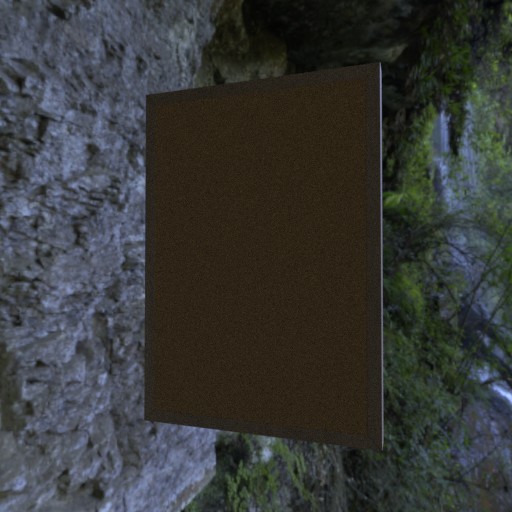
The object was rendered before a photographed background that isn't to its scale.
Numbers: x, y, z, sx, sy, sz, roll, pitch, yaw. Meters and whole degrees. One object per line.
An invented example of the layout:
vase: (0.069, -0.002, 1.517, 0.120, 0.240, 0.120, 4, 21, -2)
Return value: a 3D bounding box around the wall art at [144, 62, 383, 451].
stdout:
wall art: (0.000, 0.000, 0.650, 0.356, 0.509, 0.031, 0, -1, 19)
